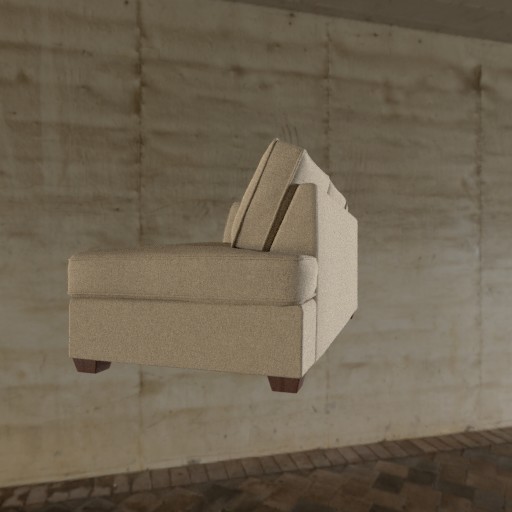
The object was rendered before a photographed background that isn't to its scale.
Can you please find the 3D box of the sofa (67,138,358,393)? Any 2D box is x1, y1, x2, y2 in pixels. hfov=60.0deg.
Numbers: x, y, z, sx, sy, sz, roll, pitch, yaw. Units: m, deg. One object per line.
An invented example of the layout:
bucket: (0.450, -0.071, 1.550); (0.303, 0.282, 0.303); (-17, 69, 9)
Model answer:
sofa: (0.000, 0.000, 2.831); (1.110, 1.033, 2.237); (0, 0, 18)
